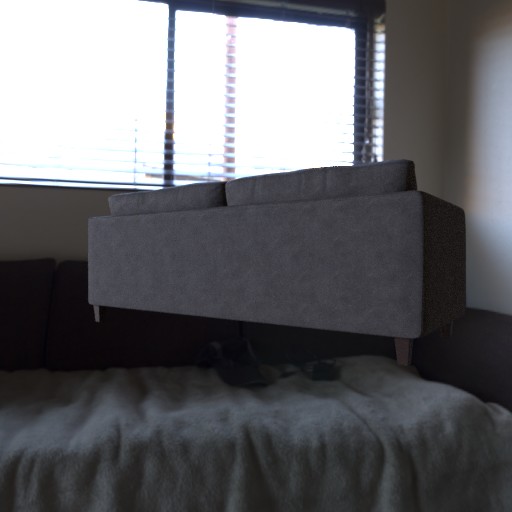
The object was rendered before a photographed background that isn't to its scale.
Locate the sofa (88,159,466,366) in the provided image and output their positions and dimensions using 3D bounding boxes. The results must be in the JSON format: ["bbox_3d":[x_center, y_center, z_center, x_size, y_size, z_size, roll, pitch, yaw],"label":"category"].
[{"bbox_3d":[0.000,0.000,2.953,2.434,0.965,0.951,0,0,36],"label":"sofa"}]
